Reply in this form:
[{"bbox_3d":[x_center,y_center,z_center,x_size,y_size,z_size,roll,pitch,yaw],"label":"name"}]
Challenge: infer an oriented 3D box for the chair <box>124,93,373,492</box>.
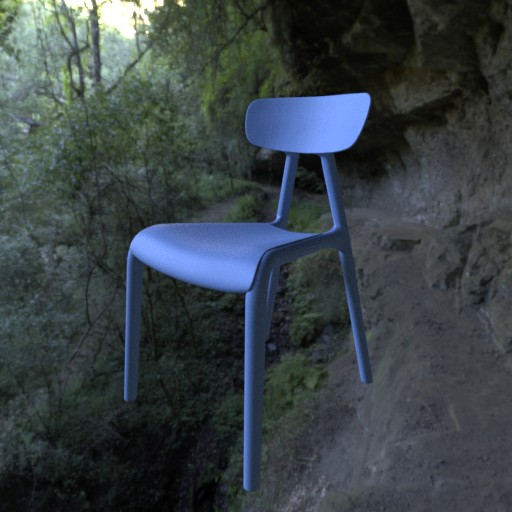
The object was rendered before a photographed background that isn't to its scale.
[{"bbox_3d":[0.000,0.000,0.828,0.356,0.580,0.401,14,21,41],"label":"chair"}]
